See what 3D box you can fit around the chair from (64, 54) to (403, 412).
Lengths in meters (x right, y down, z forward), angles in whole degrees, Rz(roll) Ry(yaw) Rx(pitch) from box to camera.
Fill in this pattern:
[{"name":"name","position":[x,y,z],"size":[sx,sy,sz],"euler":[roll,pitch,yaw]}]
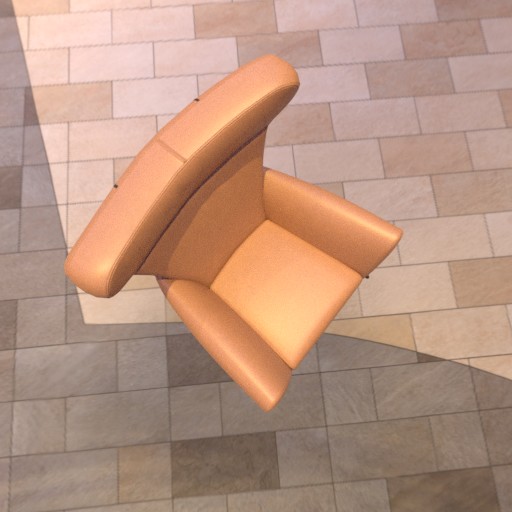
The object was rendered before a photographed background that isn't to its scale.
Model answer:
[{"name":"chair","position":[0.000,0.000,1.791],"size":[0.900,1.050,0.980],"euler":[38,79,9]}]
